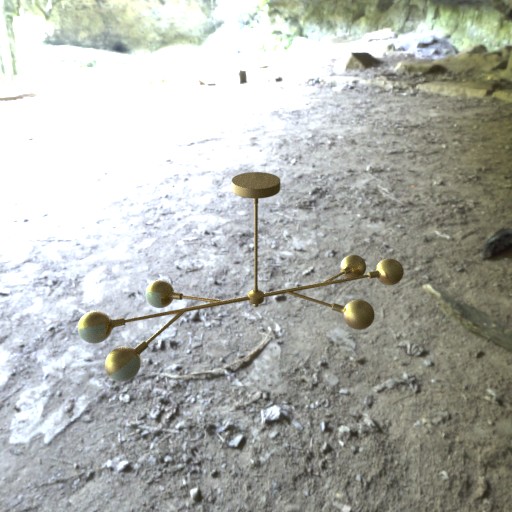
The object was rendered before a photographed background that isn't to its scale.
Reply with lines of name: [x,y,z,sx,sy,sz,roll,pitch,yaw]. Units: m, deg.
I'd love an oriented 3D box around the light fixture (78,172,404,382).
light fixture: [0.000,0.000,1.006,0.778,0.362,0.434,-1,30,-2]
